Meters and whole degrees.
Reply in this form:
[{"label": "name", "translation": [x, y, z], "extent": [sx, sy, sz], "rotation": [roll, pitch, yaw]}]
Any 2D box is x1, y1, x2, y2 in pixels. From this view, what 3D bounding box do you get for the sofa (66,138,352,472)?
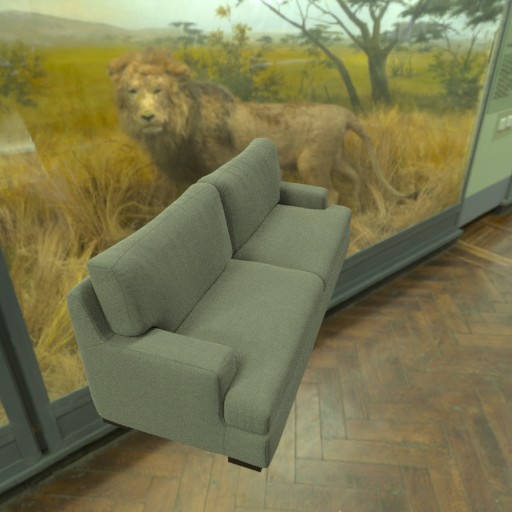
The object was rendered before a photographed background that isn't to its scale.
[{"label": "sofa", "translation": [0.000, 0.000, 2.897], "extent": [0.962, 0.980, 2.354], "rotation": [10, 31, 17]}]
